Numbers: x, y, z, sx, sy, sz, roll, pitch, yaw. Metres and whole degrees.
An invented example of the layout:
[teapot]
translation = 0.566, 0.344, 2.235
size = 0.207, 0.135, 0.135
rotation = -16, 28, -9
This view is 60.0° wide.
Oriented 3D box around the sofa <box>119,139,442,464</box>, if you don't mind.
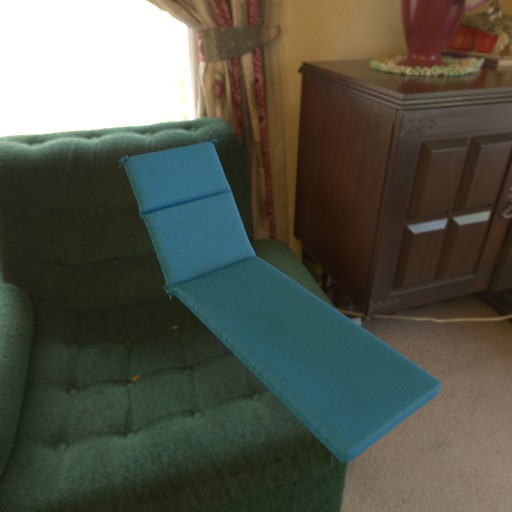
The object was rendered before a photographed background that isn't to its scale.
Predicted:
[sofa]
translation = 0.000, 0.000, 1.966
size = 0.582, 0.622, 1.663
rotation = -20, 36, -31
